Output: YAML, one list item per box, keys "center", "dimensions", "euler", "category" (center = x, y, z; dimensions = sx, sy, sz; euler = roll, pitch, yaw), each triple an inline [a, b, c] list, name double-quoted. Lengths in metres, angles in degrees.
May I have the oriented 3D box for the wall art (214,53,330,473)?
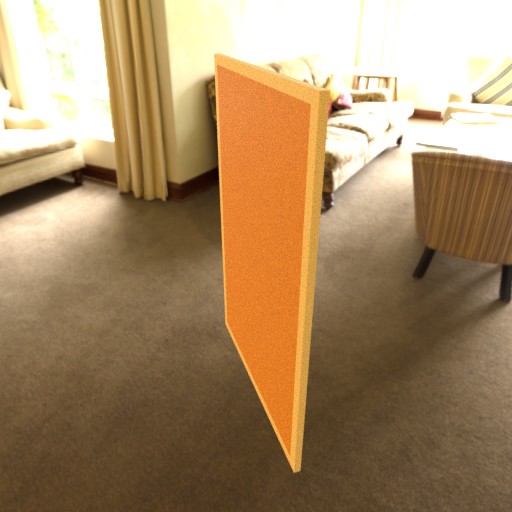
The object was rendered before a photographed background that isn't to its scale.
- center: [0.000, 0.000, 0.830]
  dimensions: [0.013, 0.656, 0.456]
  euler: [-10, 31, -17]
  category: "wall art"
